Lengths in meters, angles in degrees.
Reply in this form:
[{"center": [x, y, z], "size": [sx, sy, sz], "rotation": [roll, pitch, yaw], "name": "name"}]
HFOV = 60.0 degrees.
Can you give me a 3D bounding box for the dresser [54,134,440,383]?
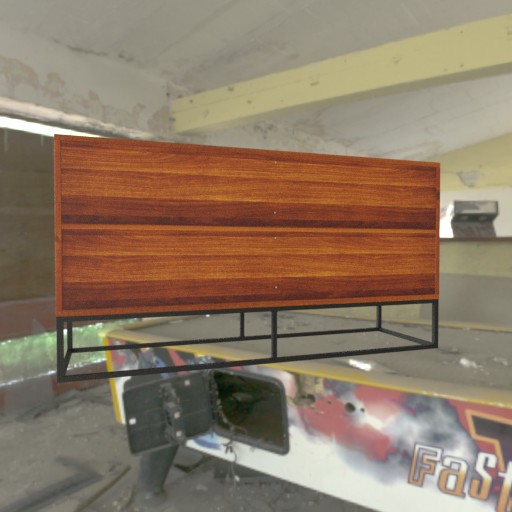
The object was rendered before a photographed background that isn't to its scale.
[{"center": [0.000, 0.000, 1.906], "size": [1.536, 0.810, 0.464], "rotation": [0, 1, -19], "name": "dresser"}]
